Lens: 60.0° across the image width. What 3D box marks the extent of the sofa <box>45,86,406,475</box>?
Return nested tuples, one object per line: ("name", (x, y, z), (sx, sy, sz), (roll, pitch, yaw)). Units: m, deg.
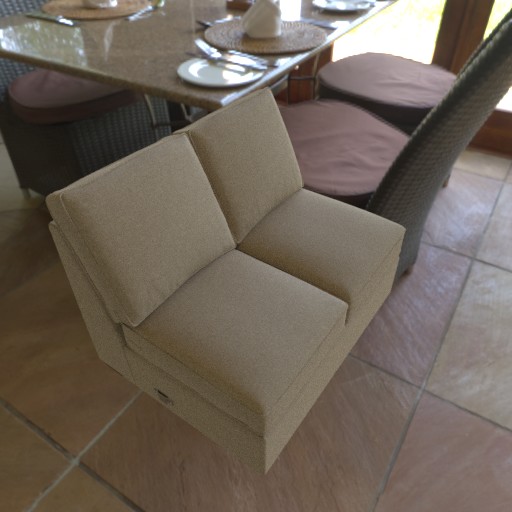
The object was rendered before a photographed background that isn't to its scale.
("sofa", (0.000, 0.000, 1.948), (0.951, 1.008, 1.237), (25, 46, 26))
